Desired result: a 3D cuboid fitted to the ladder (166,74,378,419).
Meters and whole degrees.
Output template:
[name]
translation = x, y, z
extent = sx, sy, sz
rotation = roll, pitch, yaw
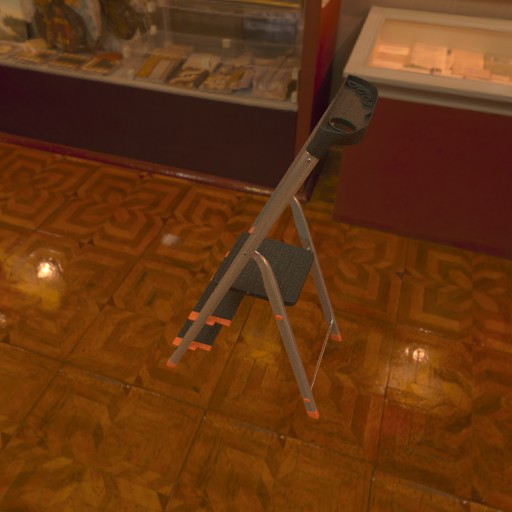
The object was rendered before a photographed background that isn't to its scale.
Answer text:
[ladder]
translation = 0.000, 0.000, 1.550
extent = 0.686, 1.229, 0.416
rotation = 15, 48, 14
